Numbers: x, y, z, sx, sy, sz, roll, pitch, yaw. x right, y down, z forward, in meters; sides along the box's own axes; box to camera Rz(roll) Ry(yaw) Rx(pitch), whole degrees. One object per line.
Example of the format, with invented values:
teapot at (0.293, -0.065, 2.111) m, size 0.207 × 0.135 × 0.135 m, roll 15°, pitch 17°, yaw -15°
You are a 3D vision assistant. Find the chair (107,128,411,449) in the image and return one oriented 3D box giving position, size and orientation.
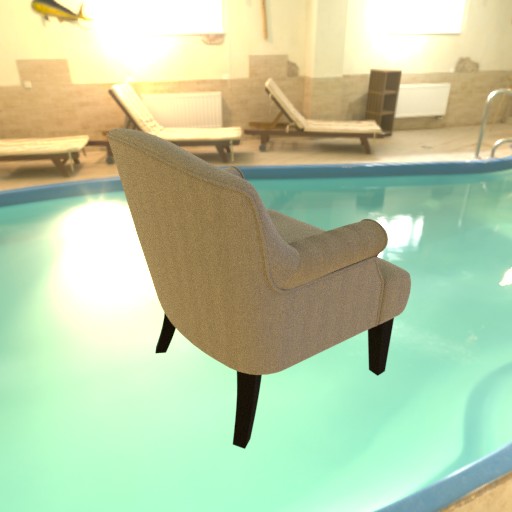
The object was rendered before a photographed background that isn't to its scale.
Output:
chair at (0.000, 0.000, 1.467) m, size 0.755 × 0.880 × 0.772 m, roll -19°, pitch 33°, yaw -32°
